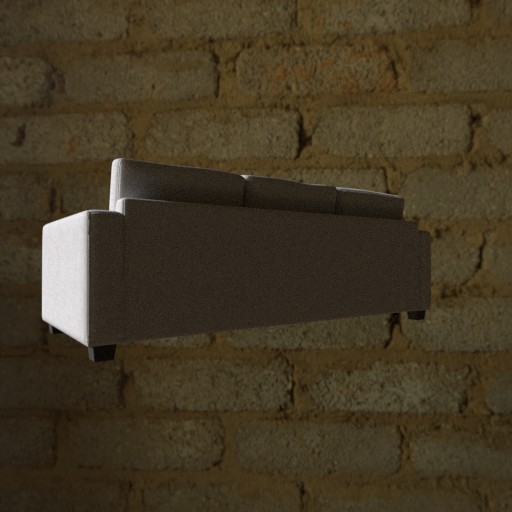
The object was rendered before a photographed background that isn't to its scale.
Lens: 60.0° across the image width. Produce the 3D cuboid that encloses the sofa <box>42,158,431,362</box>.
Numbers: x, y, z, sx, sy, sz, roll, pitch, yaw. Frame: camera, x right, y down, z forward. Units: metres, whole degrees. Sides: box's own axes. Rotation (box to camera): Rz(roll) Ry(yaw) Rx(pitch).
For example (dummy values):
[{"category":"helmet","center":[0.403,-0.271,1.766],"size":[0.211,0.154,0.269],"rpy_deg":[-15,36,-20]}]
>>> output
[{"category":"sofa","center":[0.000,0.000,2.559],"size":[2.120,0.800,0.900],"rpy_deg":[0,-1,-35]}]
